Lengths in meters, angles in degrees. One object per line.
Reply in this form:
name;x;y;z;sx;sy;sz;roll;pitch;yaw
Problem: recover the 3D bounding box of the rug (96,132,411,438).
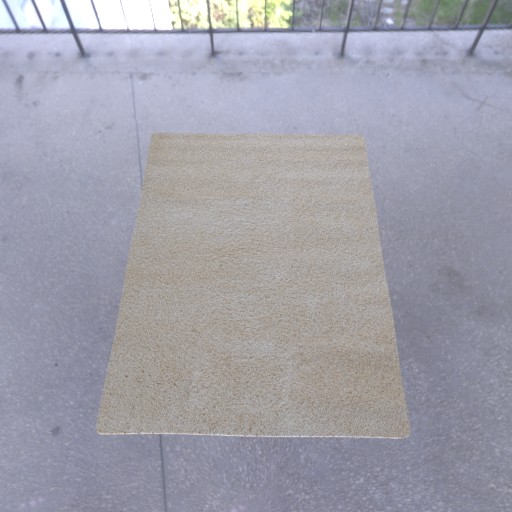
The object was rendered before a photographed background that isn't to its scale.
rug;0.000;0.000;2.094;1.199;0.025;1.600;1;59;0
